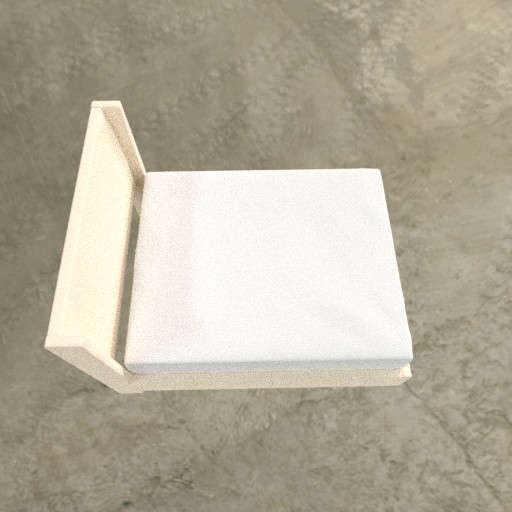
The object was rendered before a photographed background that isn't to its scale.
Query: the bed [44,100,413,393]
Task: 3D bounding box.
[{"bbox_3d":[0.000,0.000,3.391,2.280,1.471,1.765,-1,64,0],"label":"bed"}]
